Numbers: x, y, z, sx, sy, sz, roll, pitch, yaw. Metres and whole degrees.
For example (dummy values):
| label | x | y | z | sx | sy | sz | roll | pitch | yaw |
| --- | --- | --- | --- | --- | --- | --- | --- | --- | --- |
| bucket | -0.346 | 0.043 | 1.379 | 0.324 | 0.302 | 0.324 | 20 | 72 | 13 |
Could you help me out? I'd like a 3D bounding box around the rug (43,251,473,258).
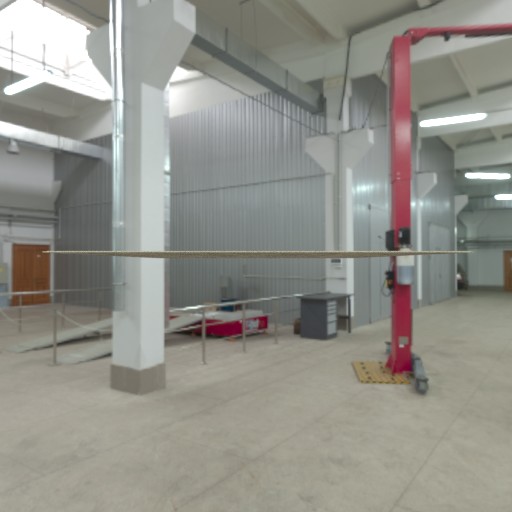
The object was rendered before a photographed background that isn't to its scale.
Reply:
| label | x | y | z | sx | sy | sz | roll | pitch | yaw |
| --- | --- | --- | --- | --- | --- | --- | --- | --- | --- |
| rug | 0.000 | 0.000 | 3.912 | 2.380 | 0.008 | 2.977 | 0 | -1 | 0 |
